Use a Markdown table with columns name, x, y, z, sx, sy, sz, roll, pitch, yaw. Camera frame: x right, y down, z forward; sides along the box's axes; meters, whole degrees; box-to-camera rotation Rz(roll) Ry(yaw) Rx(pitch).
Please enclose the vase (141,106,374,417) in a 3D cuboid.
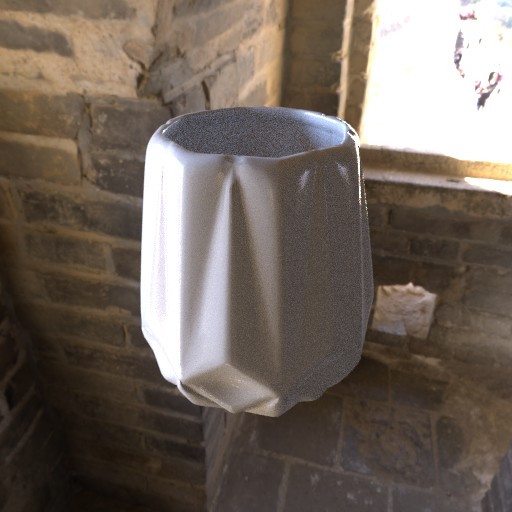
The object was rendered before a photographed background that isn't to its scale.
| name | x | y | z | sx | sy | sz | roll | pitch | yaw |
| --- | --- | --- | --- | --- | --- | --- | --- | --- | --- |
| vase | 0.000 | 0.000 | 0.262 | 0.141 | 0.152 | 0.141 | 0 | 31 | 0 |
